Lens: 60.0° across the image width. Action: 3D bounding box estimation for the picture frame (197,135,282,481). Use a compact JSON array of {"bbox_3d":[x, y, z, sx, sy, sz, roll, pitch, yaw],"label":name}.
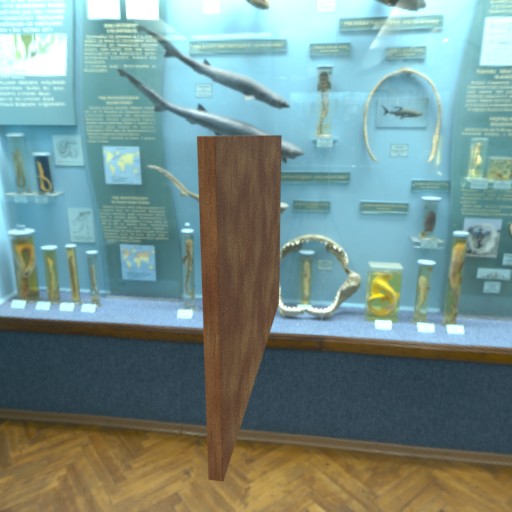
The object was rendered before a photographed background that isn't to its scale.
[{"bbox_3d":[0.000,0.000,1.220,0.029,0.640,0.950,2,16,9],"label":"picture frame"}]
